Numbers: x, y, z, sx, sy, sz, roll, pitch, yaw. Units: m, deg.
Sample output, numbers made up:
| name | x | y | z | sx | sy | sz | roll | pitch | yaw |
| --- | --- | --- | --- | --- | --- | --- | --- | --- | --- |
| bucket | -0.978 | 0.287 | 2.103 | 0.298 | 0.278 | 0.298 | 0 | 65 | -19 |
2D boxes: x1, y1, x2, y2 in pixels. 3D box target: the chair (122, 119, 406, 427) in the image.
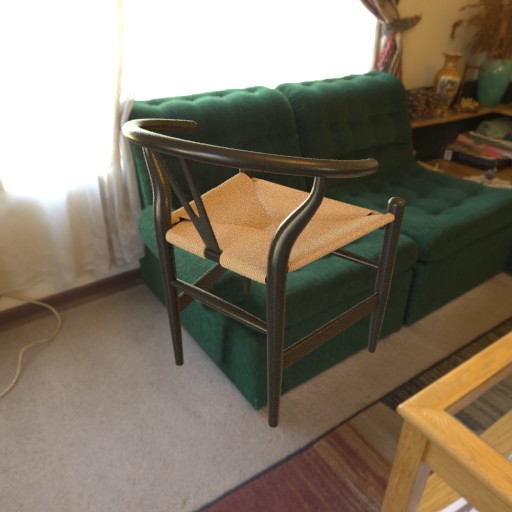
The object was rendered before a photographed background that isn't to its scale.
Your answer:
| name | x | y | z | sx | sy | sz | roll | pitch | yaw |
| --- | --- | --- | --- | --- | --- | --- | --- | --- | --- |
| chair | 0.000 | 0.000 | 1.157 | 0.570 | 0.739 | 0.570 | 22 | 36 | 33 |
